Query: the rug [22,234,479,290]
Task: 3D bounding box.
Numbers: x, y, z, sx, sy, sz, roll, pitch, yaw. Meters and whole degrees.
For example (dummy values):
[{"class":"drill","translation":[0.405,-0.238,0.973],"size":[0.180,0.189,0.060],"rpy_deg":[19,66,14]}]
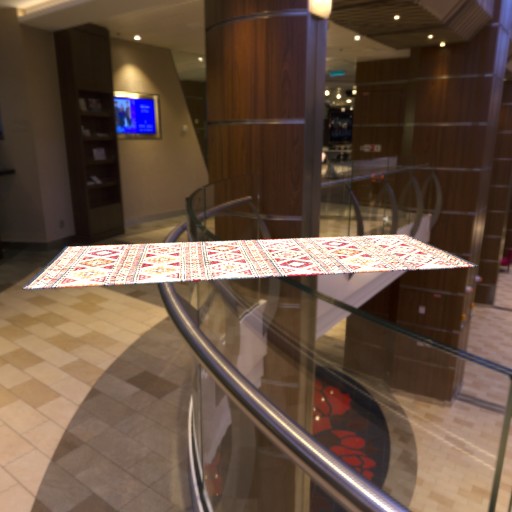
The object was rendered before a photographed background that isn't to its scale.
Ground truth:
[{"class":"rug","translation":[0.000,0.000,2.649],"size":[2.362,0.008,0.832],"rpy_deg":[-2,15,-9]}]
